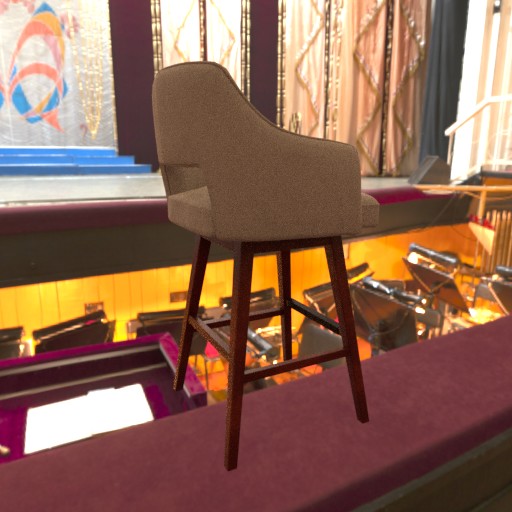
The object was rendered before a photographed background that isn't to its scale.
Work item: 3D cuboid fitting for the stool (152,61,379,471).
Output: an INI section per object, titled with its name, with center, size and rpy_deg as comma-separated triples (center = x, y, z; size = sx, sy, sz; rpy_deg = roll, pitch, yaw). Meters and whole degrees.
[stool]
center = 0.000, 0.000, 1.334
size = 0.558, 1.012, 0.548
rpy_deg = -7, 15, -27
